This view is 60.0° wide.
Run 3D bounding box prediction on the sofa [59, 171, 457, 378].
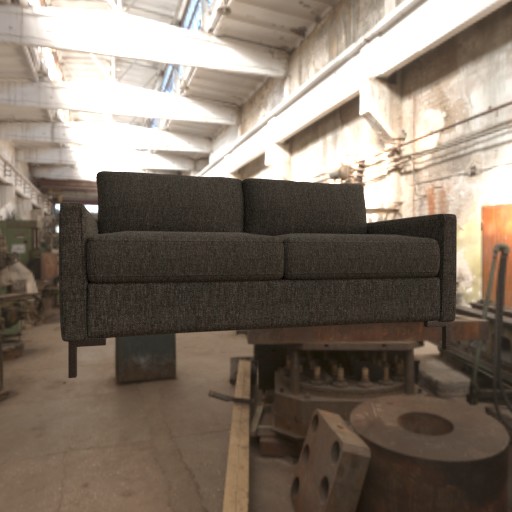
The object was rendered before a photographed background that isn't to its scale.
[{"bbox_3d":[0.000,0.000,2.189,1.716,0.862,0.866,0,0,-17],"label":"sofa"}]
